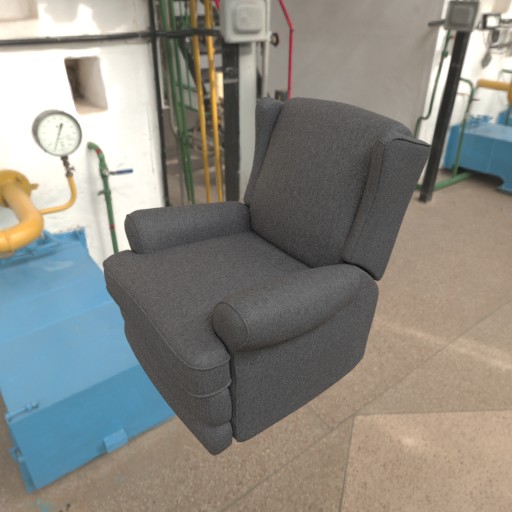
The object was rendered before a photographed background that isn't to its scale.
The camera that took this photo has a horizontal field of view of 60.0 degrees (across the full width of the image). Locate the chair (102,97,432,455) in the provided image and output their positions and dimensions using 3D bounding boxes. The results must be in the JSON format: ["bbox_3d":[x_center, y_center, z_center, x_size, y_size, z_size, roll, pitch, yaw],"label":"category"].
[{"bbox_3d":[0.000,0.000,1.660,0.969,1.011,0.847,-21,36,-31],"label":"chair"}]
